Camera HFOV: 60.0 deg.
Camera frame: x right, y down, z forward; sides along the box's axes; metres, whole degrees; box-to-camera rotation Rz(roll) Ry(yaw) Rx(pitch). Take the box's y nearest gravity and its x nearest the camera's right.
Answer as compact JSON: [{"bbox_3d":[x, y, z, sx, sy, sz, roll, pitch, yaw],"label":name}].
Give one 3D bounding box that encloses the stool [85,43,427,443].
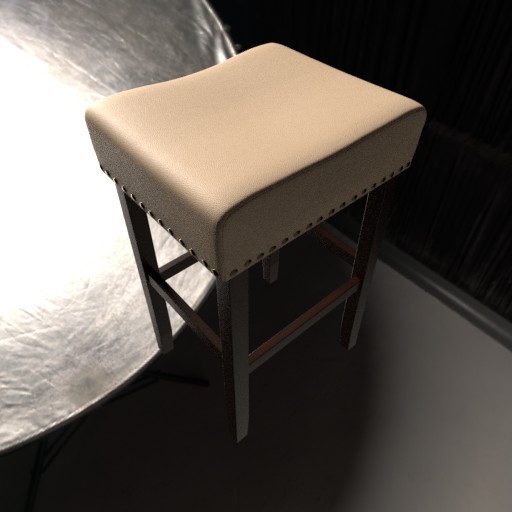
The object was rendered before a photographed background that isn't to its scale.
[{"bbox_3d":[0.000,0.000,1.035,0.471,0.762,0.401,-32,53,-27],"label":"stool"}]
